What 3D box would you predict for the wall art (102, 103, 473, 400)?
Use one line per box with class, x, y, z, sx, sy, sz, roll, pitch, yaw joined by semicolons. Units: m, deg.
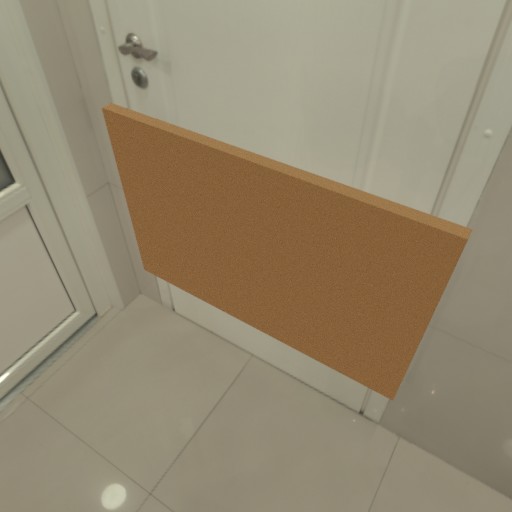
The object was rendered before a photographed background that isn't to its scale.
wall art;0.000;0.000;1.187;0.915;0.608;0.033;24;50;22
